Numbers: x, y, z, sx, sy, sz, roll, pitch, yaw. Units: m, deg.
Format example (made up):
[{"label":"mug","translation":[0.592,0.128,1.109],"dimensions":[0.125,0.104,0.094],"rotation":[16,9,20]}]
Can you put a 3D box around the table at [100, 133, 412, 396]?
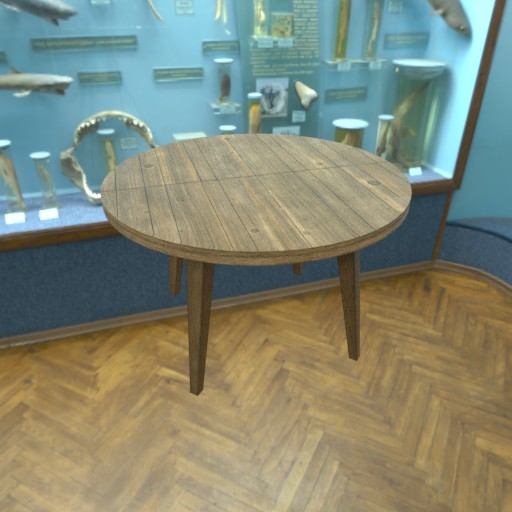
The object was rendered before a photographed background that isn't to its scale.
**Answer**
[{"label":"table","translation":[0.000,0.000,1.999],"dimensions":[1.213,0.764,1.213],"rotation":[0,31,0]}]
